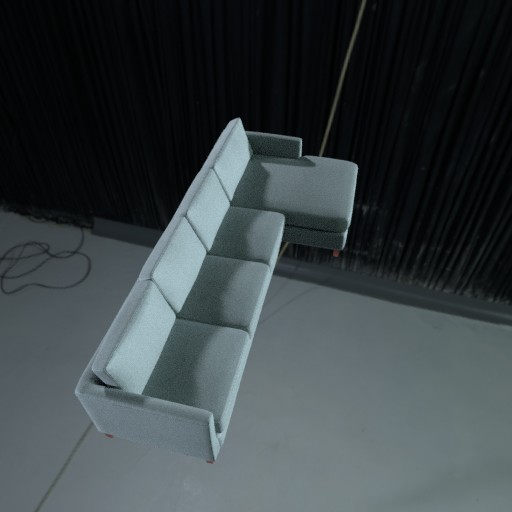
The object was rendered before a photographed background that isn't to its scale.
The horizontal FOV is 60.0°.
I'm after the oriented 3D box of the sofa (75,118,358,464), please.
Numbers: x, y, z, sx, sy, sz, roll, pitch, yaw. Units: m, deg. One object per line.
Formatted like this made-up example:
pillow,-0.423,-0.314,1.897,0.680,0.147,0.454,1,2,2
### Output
sofa,0.000,0.000,4.054,1.604,0.950,3.471,10,46,10
